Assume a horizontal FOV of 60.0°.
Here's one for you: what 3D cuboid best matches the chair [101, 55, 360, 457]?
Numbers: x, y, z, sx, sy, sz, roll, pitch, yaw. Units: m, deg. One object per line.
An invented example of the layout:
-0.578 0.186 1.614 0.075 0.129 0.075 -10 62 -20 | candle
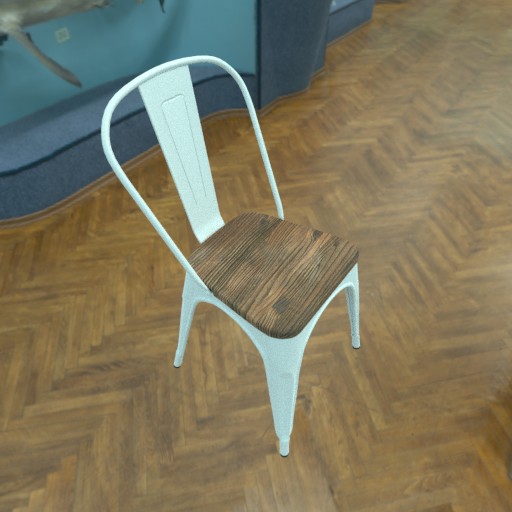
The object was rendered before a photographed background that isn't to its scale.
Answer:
0.000 0.000 1.138 0.521 0.851 0.452 26 48 26 | chair
